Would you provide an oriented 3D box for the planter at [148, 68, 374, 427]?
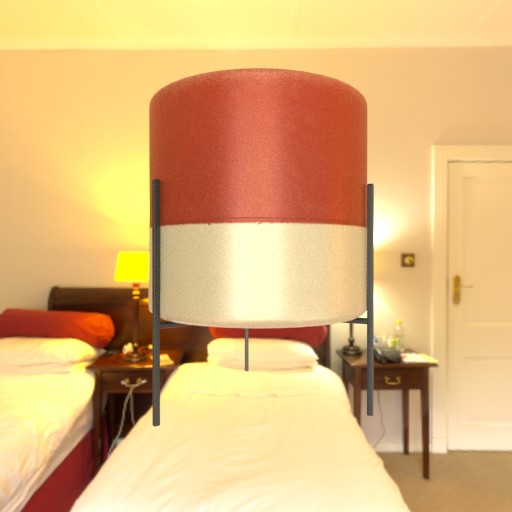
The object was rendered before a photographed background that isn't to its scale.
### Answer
[{"bbox_3d":[0.000,0.000,0.713,0.354,0.465,0.345,0,0,-37],"label":"planter"}]
